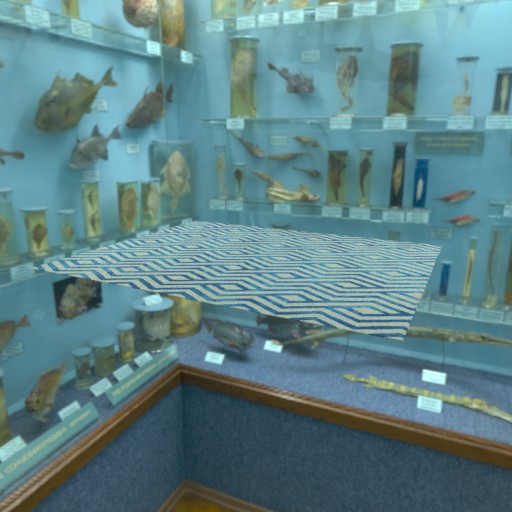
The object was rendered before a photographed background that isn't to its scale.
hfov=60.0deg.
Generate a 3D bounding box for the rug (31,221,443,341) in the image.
[{"bbox_3d":[0.000,0.000,4.161,3.059,0.008,2.453,8,17,26],"label":"rug"}]
